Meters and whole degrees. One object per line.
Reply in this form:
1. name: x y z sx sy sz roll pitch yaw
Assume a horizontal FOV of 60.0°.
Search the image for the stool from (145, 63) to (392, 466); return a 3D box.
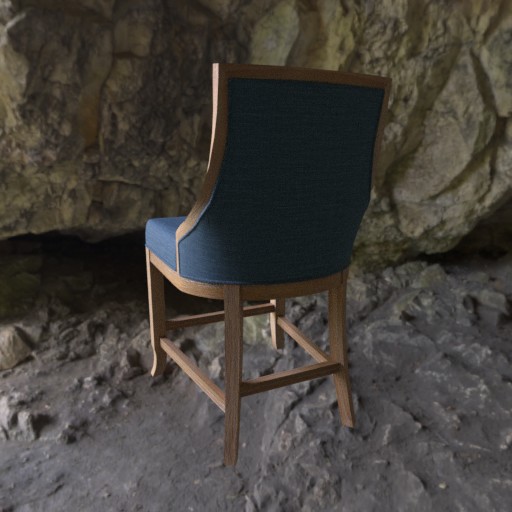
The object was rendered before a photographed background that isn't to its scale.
1. stool: 0.000 0.000 1.298 0.524 0.938 0.626 -6 15 -25
